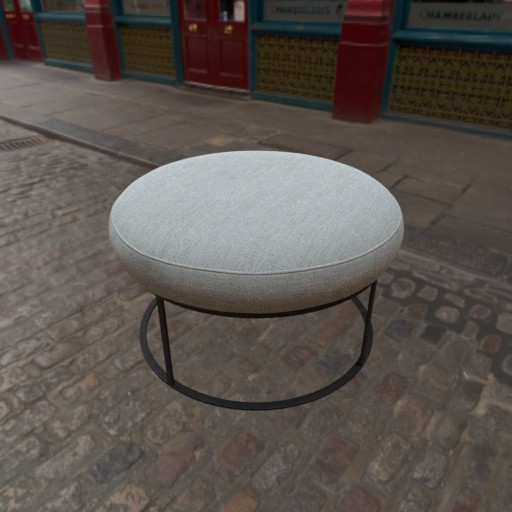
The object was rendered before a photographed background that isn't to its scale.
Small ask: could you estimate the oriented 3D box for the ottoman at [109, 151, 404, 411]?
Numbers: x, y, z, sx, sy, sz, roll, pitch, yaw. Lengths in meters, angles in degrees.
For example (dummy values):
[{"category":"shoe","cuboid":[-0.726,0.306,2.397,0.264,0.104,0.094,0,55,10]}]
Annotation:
[{"category":"ottoman","cuboid":[0.000,0.000,1.262,0.769,0.459,0.769,0,30,0]}]
